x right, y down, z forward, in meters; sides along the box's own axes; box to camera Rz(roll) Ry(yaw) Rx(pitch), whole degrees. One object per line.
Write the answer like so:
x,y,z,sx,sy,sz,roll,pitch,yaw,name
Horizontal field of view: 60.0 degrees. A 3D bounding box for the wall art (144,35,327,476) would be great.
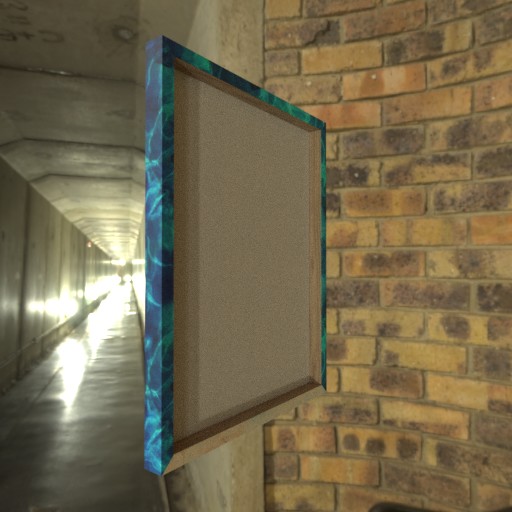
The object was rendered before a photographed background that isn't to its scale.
0.000,0.000,0.853,0.038,0.635,0.508,-1,-1,36,wall art
